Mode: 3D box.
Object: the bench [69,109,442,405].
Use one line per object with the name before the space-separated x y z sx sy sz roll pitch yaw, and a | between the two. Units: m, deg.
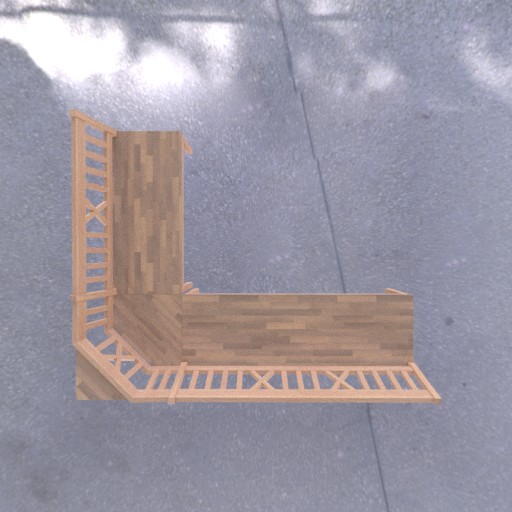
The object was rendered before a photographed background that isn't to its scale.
bench | 0.000 0.000 2.752 1.937 0.902 1.537 0 91 0
